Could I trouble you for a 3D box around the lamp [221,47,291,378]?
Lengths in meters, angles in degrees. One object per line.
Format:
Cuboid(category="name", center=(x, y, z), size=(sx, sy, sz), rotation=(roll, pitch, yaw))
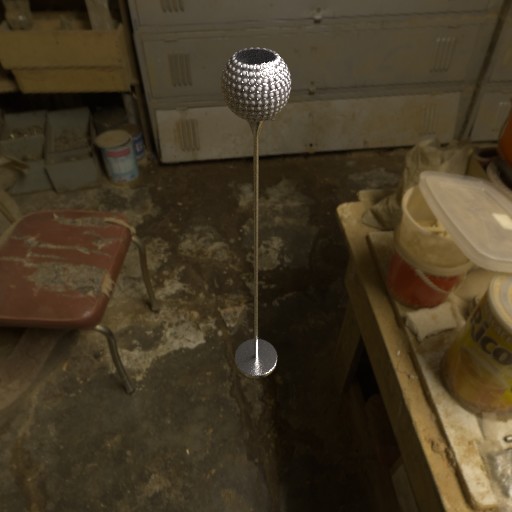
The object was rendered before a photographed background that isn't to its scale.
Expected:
Cuboid(category="lamp", center=(0.000, 0.000, 2.033), size=(0.254, 1.805, 0.254), rotation=(0, 46, 0))
